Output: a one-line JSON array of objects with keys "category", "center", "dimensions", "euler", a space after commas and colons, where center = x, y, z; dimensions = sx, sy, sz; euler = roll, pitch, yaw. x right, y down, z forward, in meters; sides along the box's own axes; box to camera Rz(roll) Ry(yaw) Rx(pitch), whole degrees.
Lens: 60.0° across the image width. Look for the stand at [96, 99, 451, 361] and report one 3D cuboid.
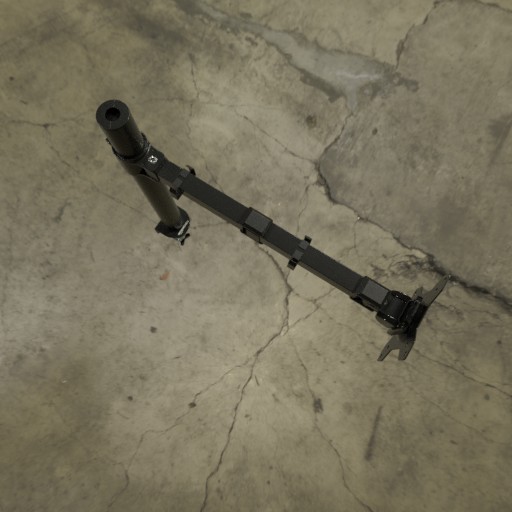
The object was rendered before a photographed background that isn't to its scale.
[{"category": "stand", "center": [0.000, 0.000, 0.730], "dimensions": [0.456, 0.510, 0.115], "euler": [31, 78, 7]}]
